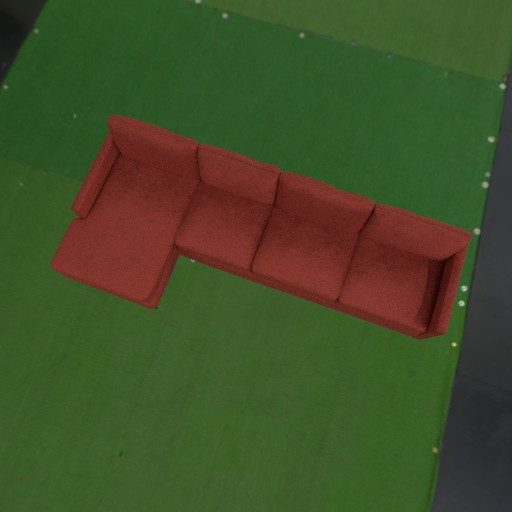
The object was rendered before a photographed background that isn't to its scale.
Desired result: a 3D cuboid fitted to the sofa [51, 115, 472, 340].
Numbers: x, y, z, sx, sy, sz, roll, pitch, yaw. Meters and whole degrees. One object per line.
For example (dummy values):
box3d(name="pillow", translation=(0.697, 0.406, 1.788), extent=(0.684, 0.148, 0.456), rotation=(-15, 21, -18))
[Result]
box3d(name="sofa", translation=(0.000, 0.000, 4.001), extent=(3.400, 0.967, 1.500), rotation=(19, 76, 5))
